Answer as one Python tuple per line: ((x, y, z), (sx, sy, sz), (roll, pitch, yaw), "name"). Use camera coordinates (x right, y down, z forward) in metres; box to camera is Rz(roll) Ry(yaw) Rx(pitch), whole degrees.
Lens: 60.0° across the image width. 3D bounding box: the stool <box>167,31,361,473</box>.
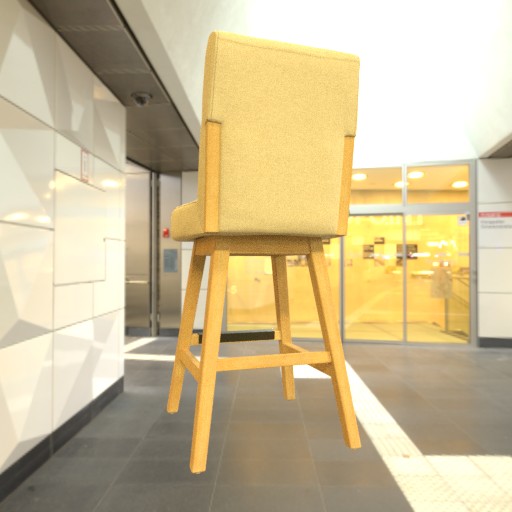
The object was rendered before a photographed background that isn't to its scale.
((0.000, 0.000, 1.286), (0.446, 1.015, 0.543), (0, -1, -18), "stool")
